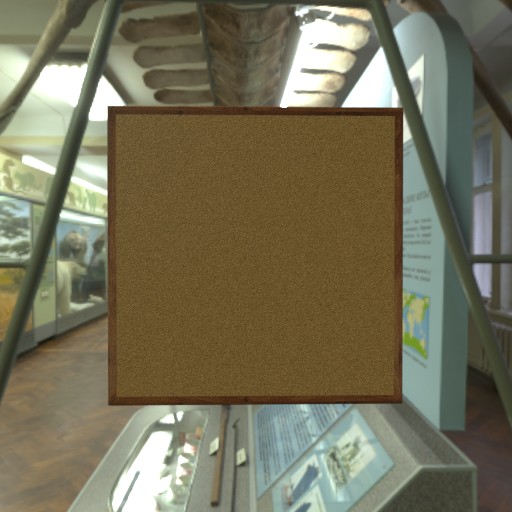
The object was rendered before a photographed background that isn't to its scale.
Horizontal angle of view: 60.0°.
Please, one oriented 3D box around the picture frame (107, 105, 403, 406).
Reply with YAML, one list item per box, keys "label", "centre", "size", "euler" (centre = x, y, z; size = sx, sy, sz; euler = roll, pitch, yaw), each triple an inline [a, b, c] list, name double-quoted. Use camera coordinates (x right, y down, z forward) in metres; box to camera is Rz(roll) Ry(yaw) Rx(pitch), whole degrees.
- label: "picture frame"
  centre: [0.000, 0.000, 0.541]
  size: [0.352, 0.356, 0.028]
  euler: [0, 1, -1]
